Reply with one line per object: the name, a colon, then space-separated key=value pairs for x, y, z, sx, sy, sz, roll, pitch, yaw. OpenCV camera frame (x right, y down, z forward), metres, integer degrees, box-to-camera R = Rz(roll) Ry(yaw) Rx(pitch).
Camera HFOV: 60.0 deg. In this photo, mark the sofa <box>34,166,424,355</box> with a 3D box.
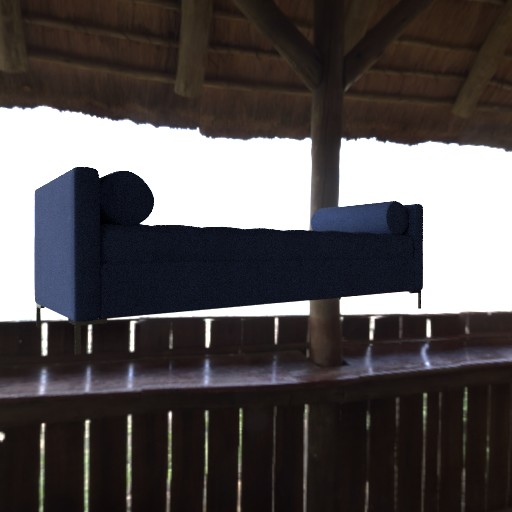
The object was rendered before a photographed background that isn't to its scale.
sofa: x=0.000 y=0.000 z=2.303 sx=1.981 sy=0.635 sz=0.686 roll=0 pitch=1 yaw=-37
